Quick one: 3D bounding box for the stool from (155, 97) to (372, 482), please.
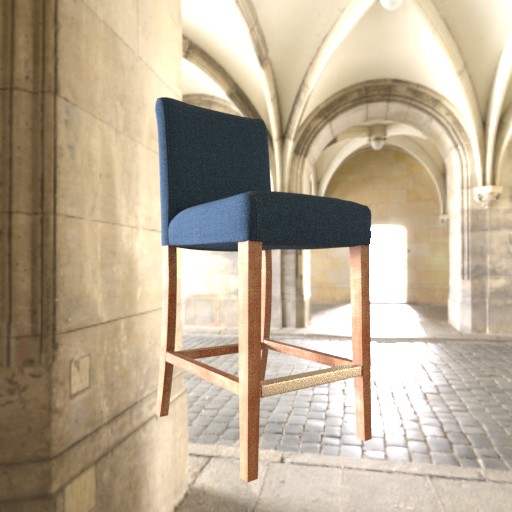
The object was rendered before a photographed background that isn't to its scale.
[{"bbox_3d":[0.000,0.000,1.356,0.454,1.039,0.567,1,-1,-36],"label":"stool"}]
